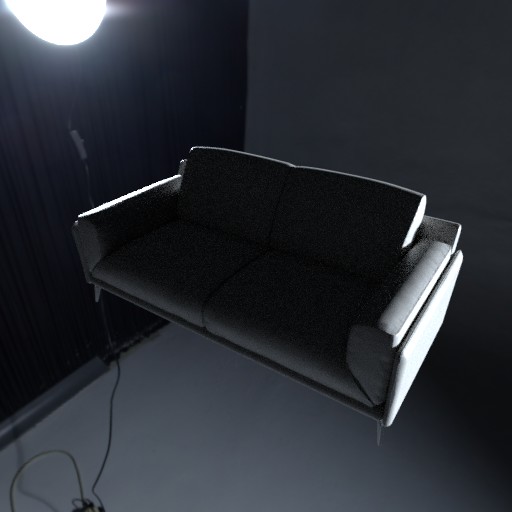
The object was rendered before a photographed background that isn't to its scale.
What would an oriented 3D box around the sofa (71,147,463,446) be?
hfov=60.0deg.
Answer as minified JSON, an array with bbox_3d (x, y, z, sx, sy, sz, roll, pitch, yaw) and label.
[{"bbox_3d":[0.000,0.000,2.651,2.101,0.930,1.049,19,35,29],"label":"sofa"}]
